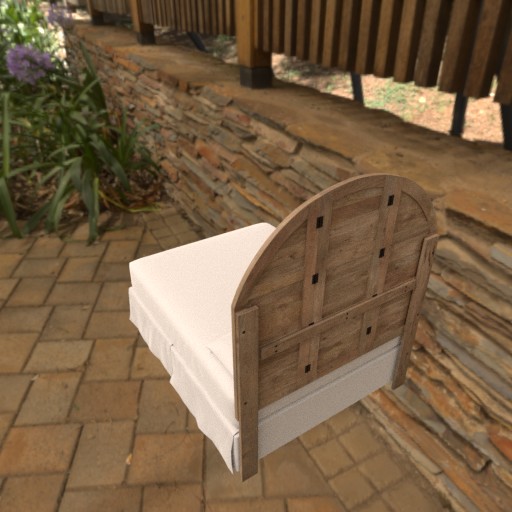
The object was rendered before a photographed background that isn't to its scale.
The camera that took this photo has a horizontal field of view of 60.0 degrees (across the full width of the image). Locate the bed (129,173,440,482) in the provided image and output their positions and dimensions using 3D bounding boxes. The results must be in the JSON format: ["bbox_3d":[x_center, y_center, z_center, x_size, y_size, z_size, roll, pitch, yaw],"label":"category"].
[{"bbox_3d":[0.000,0.000,3.621,1.713,2.002,2.112,-18,36,-28],"label":"bed"}]
